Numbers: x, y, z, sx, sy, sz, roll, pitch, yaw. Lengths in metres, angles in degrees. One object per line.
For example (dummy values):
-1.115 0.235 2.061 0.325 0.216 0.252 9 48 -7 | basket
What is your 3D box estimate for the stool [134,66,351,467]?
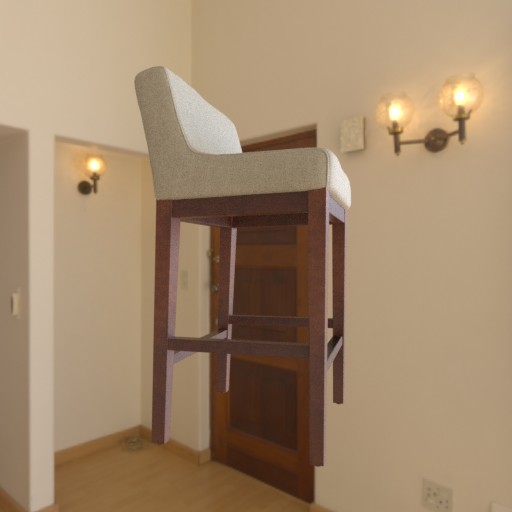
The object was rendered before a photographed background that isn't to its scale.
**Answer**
0.000 0.000 1.258 0.500 0.937 0.511 0 0 17 | stool
